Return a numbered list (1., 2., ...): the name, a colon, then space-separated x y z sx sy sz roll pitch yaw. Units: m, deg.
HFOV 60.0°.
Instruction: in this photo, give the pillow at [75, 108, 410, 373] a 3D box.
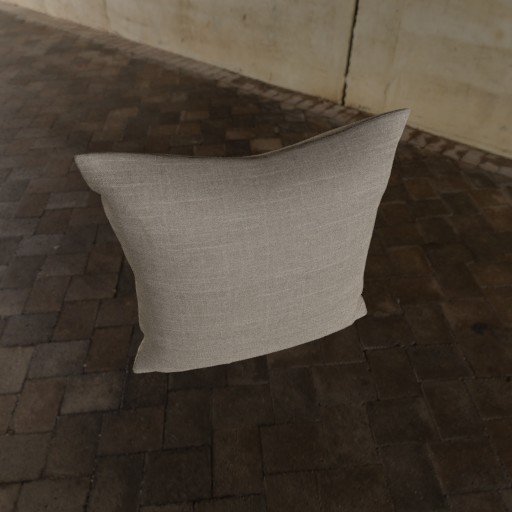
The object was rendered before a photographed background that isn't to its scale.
1. pillow: 0.000 0.000 0.650 0.424 0.400 0.169 -12 43 -13
